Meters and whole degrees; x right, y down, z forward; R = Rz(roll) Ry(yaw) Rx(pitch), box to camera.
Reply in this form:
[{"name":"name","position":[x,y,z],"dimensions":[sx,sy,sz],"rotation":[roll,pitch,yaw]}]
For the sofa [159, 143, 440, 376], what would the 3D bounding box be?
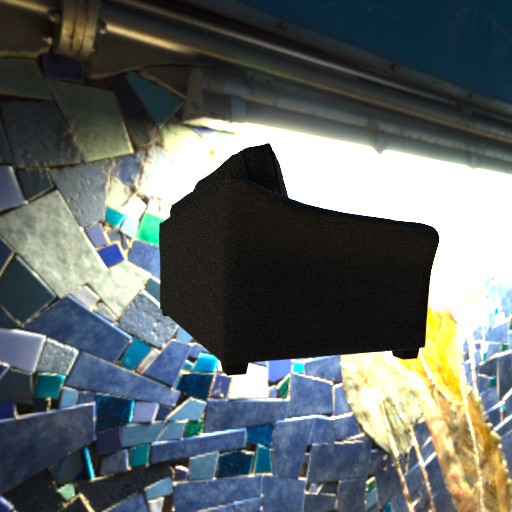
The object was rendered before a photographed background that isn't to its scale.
[{"name":"sofa","position":[0.000,0.000,2.811],"dimensions":[0.971,0.950,2.270],"rotation":[0,-1,-19]}]
